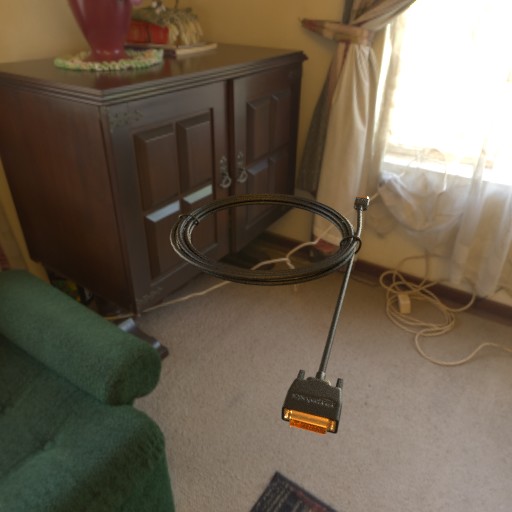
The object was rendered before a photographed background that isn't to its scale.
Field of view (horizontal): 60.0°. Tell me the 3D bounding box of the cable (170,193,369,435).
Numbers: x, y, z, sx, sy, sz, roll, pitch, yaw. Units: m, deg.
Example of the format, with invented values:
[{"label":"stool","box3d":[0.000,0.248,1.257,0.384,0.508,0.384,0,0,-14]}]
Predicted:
[{"label":"cable","box3d":[0.000,0.000,0.522,0.257,0.030,0.422,9,32,15]}]
